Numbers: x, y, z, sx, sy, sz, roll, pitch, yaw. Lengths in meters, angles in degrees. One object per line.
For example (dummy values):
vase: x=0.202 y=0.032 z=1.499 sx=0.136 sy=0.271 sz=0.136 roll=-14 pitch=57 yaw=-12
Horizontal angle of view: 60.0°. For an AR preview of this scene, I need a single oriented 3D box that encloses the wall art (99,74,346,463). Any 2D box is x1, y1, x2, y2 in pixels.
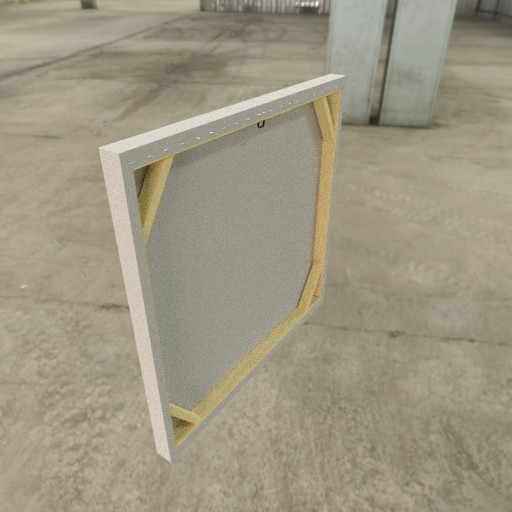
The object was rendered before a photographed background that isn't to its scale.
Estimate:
wall art: x=0.000 y=0.000 z=0.904 sx=0.038 sy=0.610 sz=0.610 roll=21 pitch=38 yaw=30
